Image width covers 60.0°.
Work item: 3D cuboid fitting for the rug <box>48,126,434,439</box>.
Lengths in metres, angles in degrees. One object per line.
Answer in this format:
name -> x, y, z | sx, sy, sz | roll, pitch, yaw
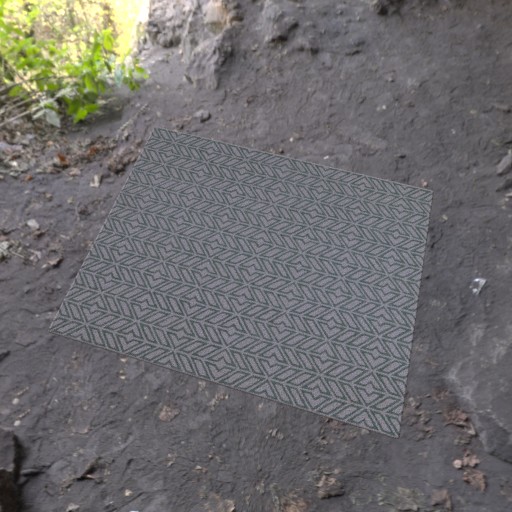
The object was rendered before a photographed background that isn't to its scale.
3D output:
rug -> 0.000, 0.000, 4.175 | 3.050, 0.017, 2.441 | 15, 64, 7
